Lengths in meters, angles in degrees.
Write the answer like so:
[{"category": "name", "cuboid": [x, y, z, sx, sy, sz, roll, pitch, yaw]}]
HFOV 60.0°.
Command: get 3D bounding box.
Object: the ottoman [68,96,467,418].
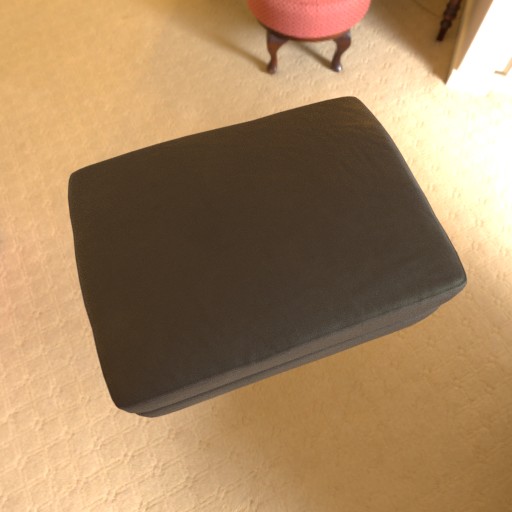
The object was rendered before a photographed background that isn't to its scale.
[{"category": "ottoman", "cuboid": [0.000, 0.000, 1.265, 0.887, 0.529, 0.659, -18, 65, -8]}]
